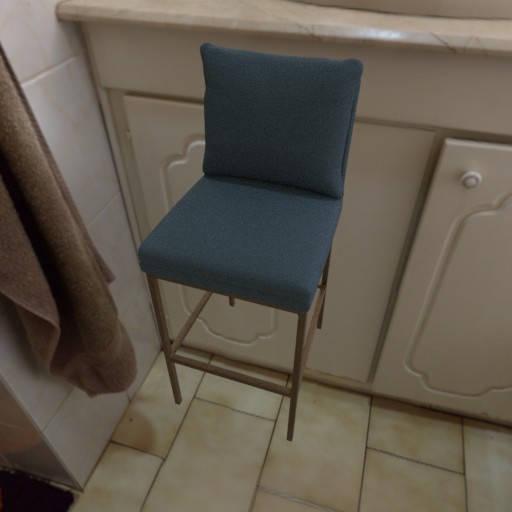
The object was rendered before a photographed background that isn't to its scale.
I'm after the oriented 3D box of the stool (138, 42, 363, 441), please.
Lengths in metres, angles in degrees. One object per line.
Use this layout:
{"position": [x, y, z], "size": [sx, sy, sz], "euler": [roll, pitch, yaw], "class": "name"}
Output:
{"position": [0.000, 0.000, 1.394], "size": [0.463, 1.124, 0.568], "euler": [13, 43, 14], "class": "stool"}
